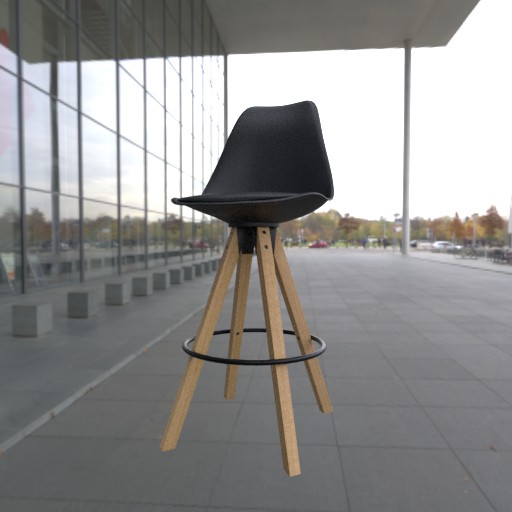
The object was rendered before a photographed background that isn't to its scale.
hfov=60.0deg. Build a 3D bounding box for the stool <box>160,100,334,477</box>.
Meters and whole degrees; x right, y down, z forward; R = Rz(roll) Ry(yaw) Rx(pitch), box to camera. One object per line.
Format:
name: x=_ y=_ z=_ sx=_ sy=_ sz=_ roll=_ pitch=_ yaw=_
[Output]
stool: x=0.000 y=0.000 z=1.429 sx=0.485 sy=1.115 sz=0.550 roll=1 pitch=2 yaw=21
